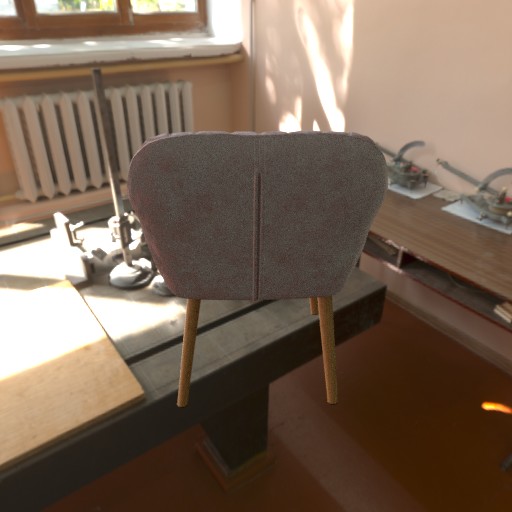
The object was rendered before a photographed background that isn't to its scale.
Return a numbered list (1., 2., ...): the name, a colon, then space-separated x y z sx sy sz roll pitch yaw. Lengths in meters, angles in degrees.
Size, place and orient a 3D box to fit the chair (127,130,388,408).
1. chair: 0.000 0.000 1.245 0.610 0.832 0.570 -1 30 -1
